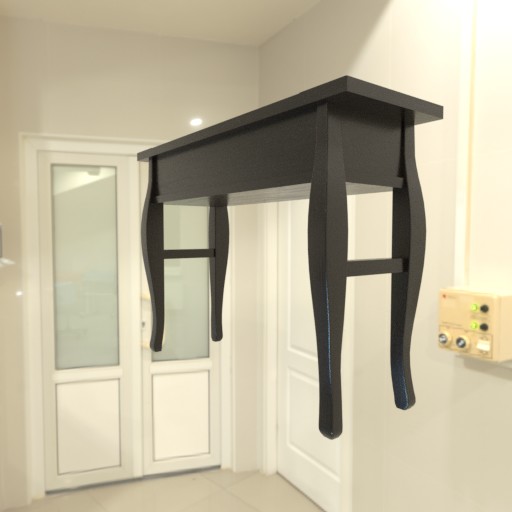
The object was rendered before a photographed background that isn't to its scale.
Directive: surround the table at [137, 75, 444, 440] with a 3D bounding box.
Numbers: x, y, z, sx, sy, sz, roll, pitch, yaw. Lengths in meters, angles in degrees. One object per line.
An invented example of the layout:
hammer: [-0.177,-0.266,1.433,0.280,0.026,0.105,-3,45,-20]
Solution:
table: [0.000,0.000,1.425,0.373,0.768,1.062,-2,4,-37]
